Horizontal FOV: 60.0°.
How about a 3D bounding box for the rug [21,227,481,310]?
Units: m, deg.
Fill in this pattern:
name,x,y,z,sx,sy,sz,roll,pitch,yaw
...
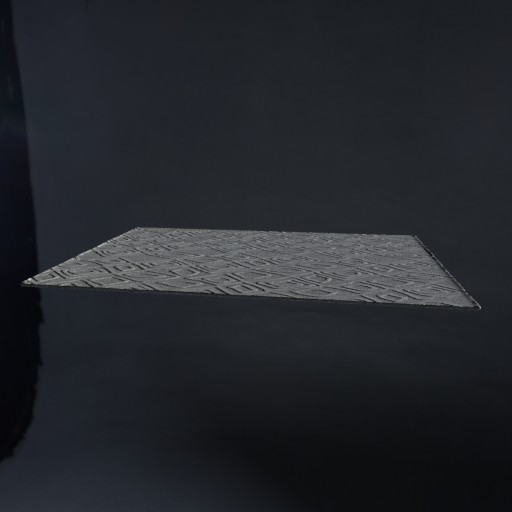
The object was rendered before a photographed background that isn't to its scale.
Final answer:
name,x,y,z,sx,sy,sz,roll,pitch,yaw
rug,0.000,0.000,2.312,1.832,0.016,1.224,2,15,8
